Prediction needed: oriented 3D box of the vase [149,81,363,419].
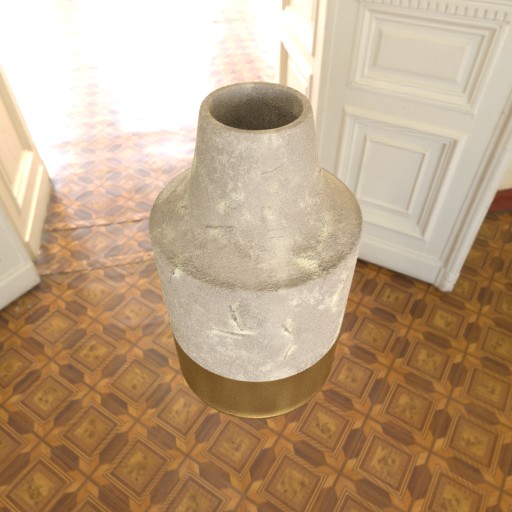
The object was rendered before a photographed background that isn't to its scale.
[{"bbox_3d":[0.000,0.000,0.421,0.184,0.305,0.184,0,46,0],"label":"vase"}]
